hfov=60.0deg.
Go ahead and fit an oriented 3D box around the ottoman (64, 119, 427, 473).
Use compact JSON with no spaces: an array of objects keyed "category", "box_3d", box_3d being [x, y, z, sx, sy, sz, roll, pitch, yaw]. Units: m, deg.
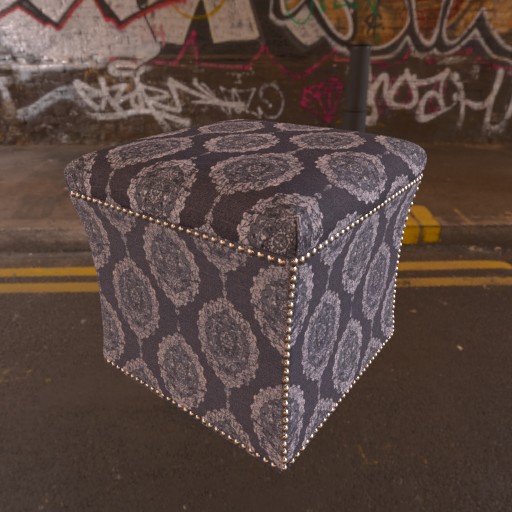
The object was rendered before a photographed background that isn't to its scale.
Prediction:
[{"category":"ottoman","box_3d":[0.000,0.000,0.901,0.497,0.475,0.507,18,32,32]}]
